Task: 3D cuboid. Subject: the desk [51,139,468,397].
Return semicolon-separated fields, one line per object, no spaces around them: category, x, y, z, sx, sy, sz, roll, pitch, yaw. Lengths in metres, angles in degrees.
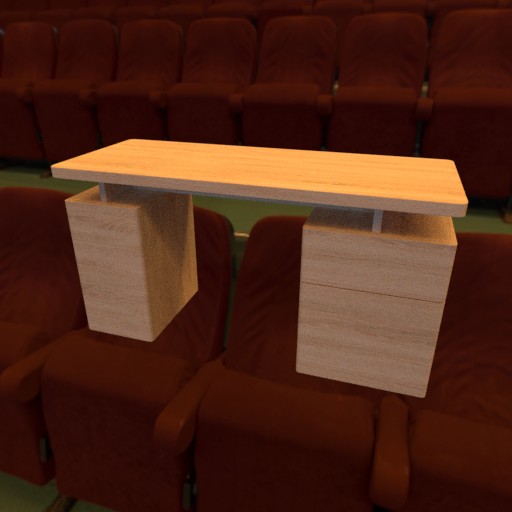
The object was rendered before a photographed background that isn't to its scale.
desk;0.000;0.000;1.803;1.400;0.760;0.550;8;26;16
